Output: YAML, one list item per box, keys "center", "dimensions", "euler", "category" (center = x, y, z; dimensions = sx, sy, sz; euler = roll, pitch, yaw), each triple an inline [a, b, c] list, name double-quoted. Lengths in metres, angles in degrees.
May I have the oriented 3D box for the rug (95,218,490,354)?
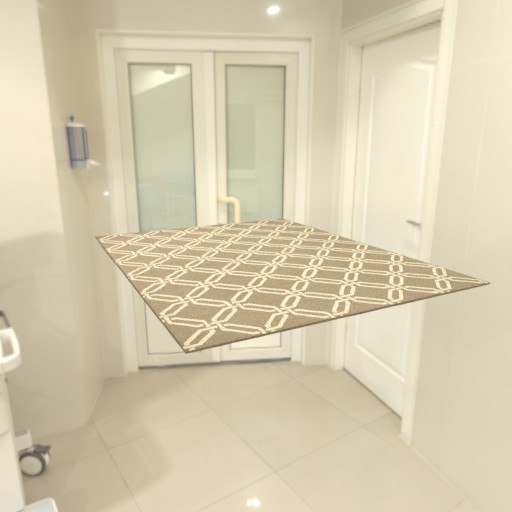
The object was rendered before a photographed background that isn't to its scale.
- center: [0.000, 0.000, 3.903]
  dimensions: [2.288, 0.018, 2.895]
  euler: [-8, 17, -27]
  category: "rug"
